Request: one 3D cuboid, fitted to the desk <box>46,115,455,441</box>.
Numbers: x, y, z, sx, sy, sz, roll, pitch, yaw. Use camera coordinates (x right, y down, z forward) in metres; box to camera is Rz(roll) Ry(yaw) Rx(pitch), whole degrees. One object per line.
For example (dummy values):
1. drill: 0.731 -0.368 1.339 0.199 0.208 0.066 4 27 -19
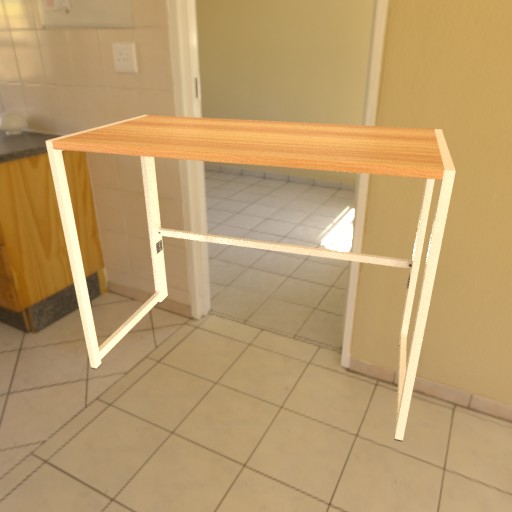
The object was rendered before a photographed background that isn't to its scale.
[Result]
1. desk: 0.000 0.000 1.418 1.016 0.762 0.508 8 27 16
